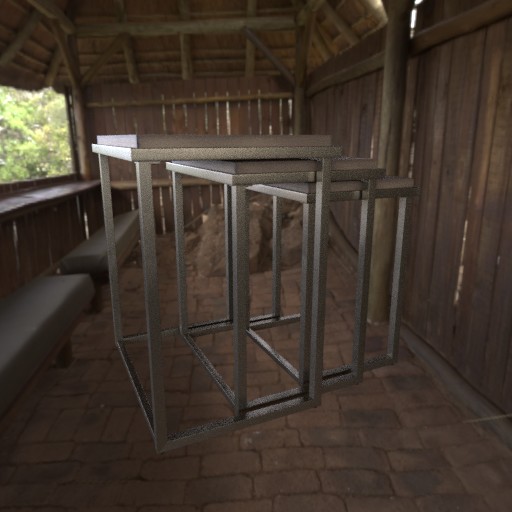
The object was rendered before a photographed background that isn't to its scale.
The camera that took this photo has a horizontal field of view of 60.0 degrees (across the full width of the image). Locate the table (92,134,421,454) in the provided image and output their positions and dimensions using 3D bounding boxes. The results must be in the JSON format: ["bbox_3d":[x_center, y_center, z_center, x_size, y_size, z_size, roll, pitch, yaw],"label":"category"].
[{"bbox_3d":[0.000,0.000,1.163,0.706,0.610,0.559,-7,16,-25],"label":"table"}]
